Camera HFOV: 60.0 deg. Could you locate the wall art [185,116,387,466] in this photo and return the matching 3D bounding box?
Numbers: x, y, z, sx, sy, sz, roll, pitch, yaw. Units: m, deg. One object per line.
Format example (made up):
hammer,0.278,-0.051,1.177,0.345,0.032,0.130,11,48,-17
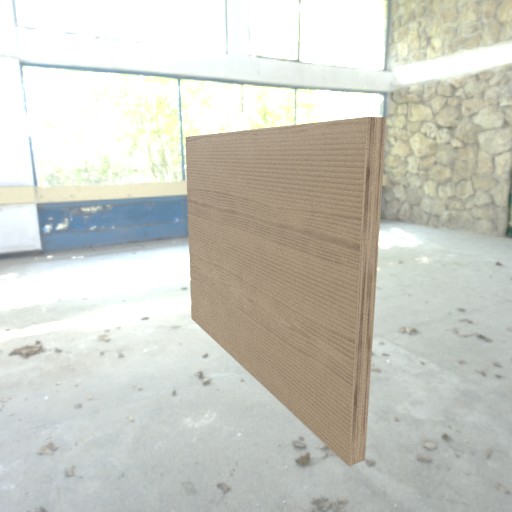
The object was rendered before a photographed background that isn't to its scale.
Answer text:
wall art,0.000,0.000,1.115,0.063,0.609,0.841,-7,14,-27
